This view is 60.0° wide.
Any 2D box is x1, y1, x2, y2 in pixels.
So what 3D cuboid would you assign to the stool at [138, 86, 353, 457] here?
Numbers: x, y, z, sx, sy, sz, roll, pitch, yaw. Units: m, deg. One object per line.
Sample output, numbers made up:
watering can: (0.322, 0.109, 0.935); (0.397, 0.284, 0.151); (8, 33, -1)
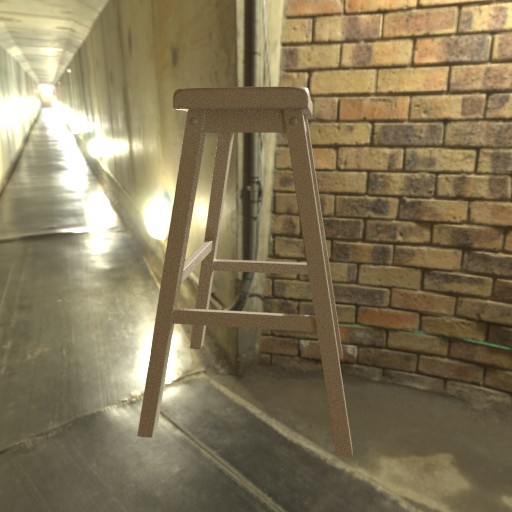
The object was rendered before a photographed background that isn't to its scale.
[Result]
stool: (0.000, 0.000, 1.085); (0.476, 0.737, 0.457); (2, 16, 8)
